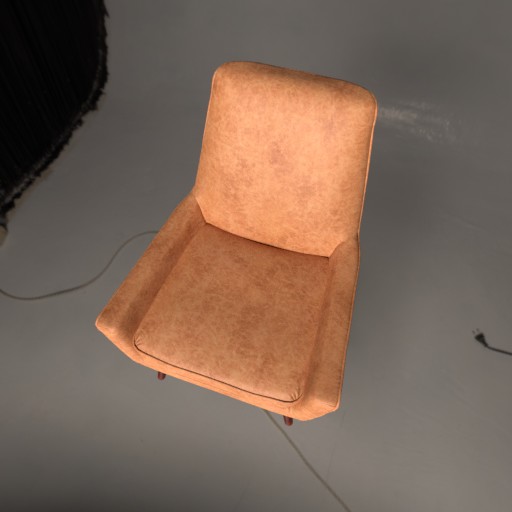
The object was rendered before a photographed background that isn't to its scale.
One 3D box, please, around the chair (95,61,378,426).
[{"bbox_3d":[0.000,0.000,1.487,0.753,0.883,0.851,16,59,10],"label":"chair"}]
